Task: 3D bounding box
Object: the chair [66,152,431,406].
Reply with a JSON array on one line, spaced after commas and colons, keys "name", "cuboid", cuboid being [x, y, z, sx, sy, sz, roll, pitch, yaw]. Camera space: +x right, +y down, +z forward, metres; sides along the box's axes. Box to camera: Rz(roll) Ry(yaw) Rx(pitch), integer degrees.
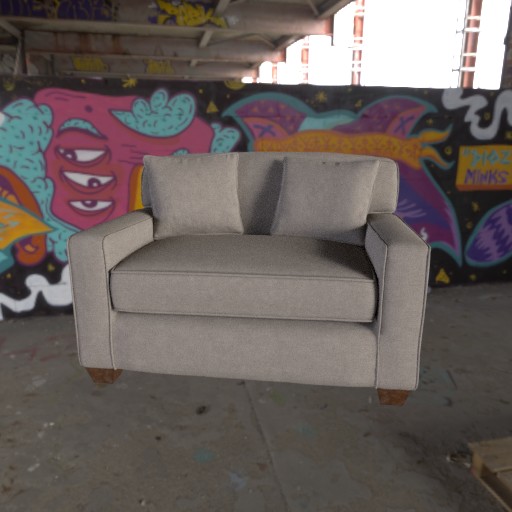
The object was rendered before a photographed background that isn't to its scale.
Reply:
[{"name": "chair", "cuboid": [0.000, 0.000, 2.113, 1.395, 0.953, 0.992, 2, 14, 8]}]
